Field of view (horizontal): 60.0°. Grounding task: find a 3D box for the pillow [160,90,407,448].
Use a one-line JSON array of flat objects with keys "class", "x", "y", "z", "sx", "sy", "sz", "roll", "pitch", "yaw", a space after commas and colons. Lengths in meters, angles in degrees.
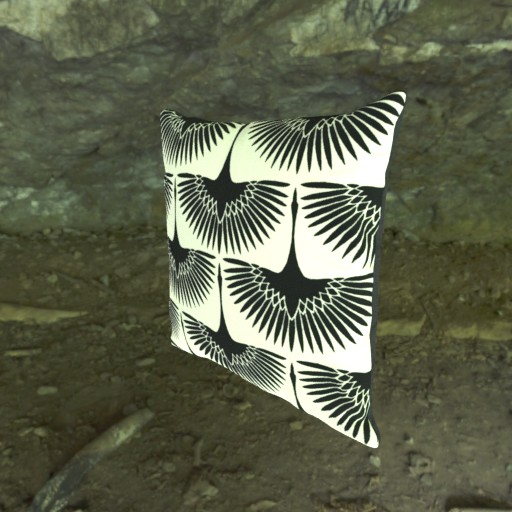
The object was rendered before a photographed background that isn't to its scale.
[{"class": "pillow", "x": 0.000, "y": 0.000, "z": 0.656, "sx": 0.432, "sy": 0.432, "sz": 0.139, "roll": 13, "pitch": 20, "yaw": 42}]
